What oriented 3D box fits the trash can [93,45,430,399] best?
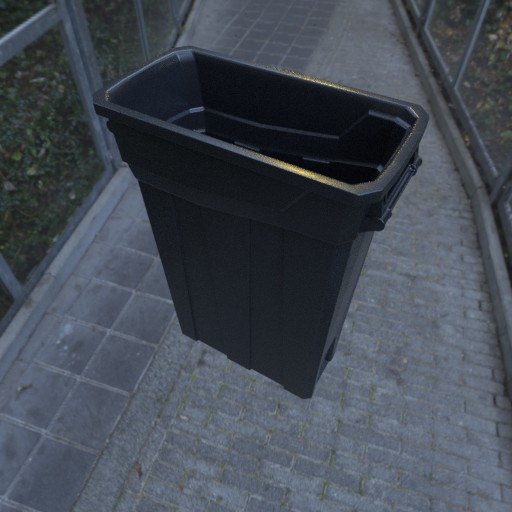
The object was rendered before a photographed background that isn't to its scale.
[{"bbox_3d":[0.000,0.000,1.035,0.559,0.762,0.281,24,51,20],"label":"trash can"}]
